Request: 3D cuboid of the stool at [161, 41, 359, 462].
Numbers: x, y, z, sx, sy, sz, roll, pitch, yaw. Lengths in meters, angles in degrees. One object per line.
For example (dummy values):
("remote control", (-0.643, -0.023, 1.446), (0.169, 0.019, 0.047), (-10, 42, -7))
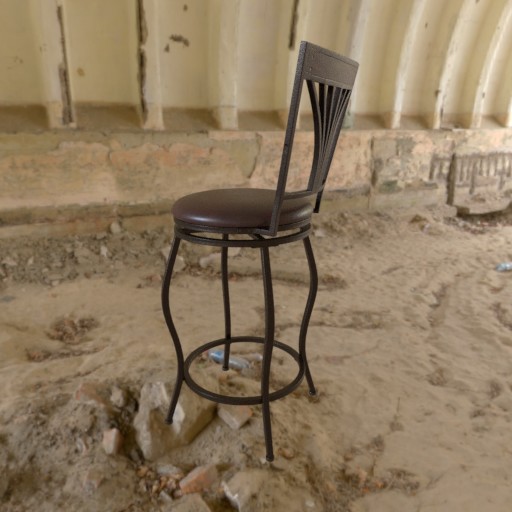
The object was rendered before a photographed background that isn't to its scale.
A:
("stool", (0.000, 0.000, 1.366), (0.514, 1.117, 0.433), (8, 19, 26))
